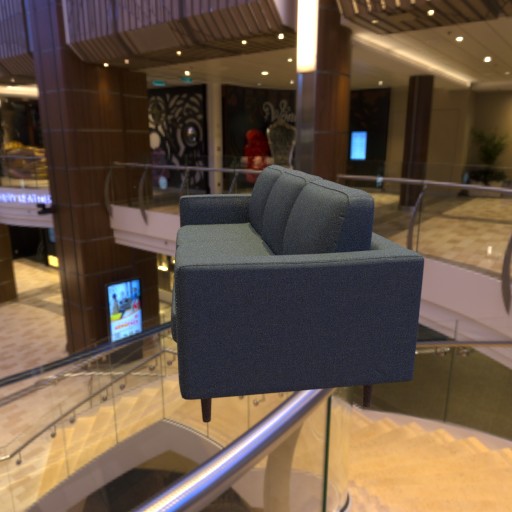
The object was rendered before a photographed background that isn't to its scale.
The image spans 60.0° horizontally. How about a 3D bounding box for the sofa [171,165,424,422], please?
[{"bbox_3d":[0.000,0.000,2.564,0.935,0.945,2.013,-2,15,-9],"label":"sofa"}]
